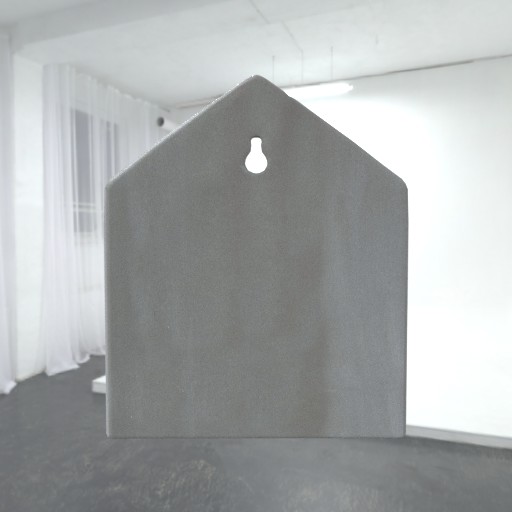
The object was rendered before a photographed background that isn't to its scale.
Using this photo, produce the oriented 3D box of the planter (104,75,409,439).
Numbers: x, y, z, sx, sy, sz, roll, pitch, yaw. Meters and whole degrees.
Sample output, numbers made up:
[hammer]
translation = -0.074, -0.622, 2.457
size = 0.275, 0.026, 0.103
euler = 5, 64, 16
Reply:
[planter]
translation = 0.000, 0.000, 0.274
size = 0.163, 0.194, 0.080
euler = 0, 2, 0
